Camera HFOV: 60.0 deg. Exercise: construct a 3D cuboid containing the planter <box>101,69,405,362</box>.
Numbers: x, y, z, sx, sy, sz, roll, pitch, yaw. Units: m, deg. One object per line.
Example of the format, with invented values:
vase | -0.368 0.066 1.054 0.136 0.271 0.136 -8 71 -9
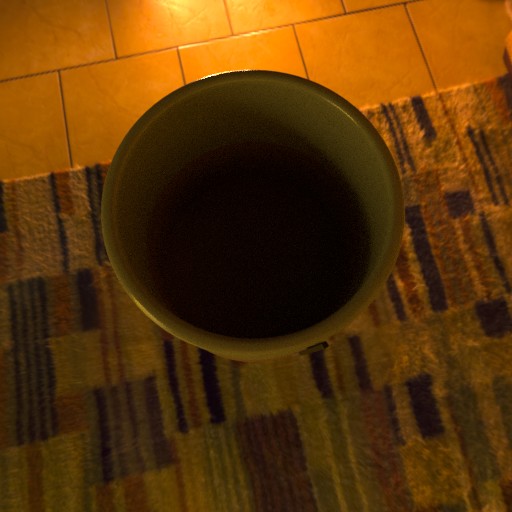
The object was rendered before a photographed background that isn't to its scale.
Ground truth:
planter | 0.000 0.000 0.728 0.348 0.480 0.360 -32 78 -8
